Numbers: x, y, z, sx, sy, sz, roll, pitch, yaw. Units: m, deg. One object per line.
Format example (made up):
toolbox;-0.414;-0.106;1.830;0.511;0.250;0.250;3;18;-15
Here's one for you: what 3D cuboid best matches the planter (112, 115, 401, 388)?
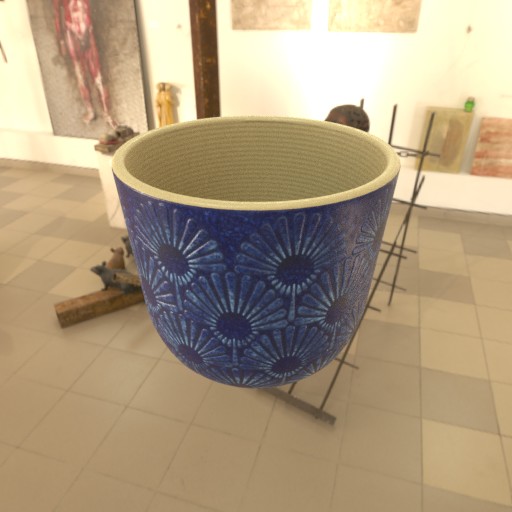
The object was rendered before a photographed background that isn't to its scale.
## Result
planter;0.000;0.000;0.308;0.170;0.153;0.170;0;31;0
